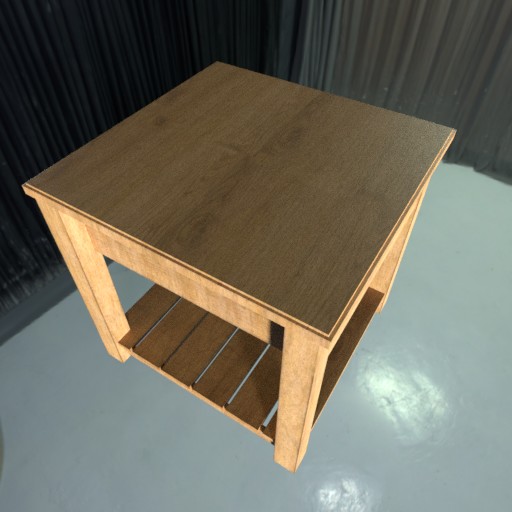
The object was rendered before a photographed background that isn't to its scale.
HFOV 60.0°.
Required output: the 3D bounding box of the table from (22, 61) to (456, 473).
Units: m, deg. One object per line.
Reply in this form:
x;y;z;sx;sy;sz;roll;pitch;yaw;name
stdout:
0.000;0.000;1.080;0.616;0.593;0.612;25;52;21;table
